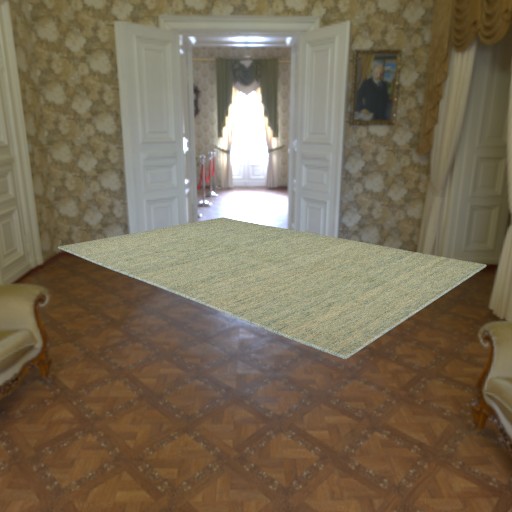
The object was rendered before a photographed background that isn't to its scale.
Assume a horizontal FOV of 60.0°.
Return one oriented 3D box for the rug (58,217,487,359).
[{"bbox_3d":[0.000,0.000,2.821,2.283,0.013,1.547,14,21,41],"label":"rug"}]
